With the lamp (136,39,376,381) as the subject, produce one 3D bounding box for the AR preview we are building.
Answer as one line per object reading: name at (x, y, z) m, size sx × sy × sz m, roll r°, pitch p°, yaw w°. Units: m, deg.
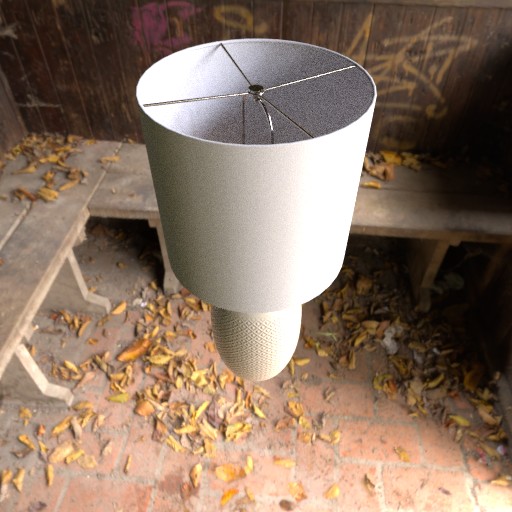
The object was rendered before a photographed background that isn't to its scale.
lamp at (0.000, 0.000, 0.566) m, size 0.217 × 0.453 × 0.217 m, roll -17°, pitch 48°, yaw -16°
